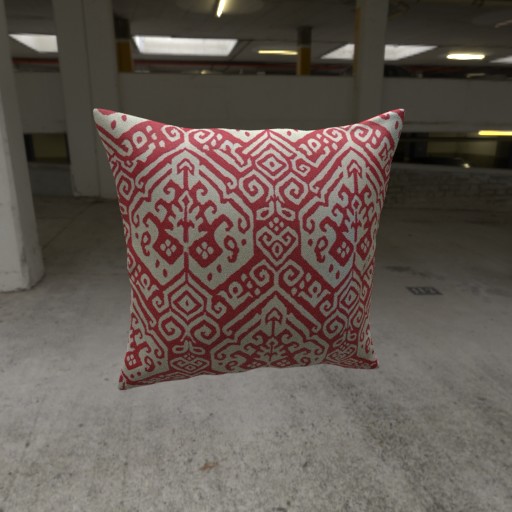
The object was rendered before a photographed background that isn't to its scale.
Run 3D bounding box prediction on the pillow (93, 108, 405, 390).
[{"bbox_3d":[0.000,0.000,0.801,0.522,0.507,0.192,-3,17,-9],"label":"pillow"}]
